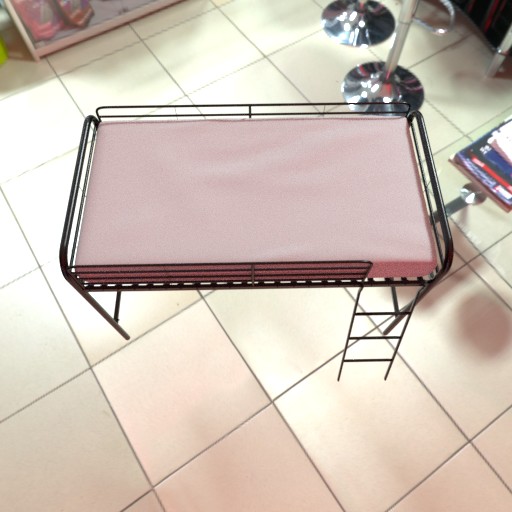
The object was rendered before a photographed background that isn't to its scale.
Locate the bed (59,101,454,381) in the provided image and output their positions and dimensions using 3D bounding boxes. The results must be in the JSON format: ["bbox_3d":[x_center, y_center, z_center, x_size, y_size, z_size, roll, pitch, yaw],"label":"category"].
[{"bbox_3d":[0.000,0.000,2.882,1.968,1.289,1.393,-1,64,0],"label":"bed"}]
